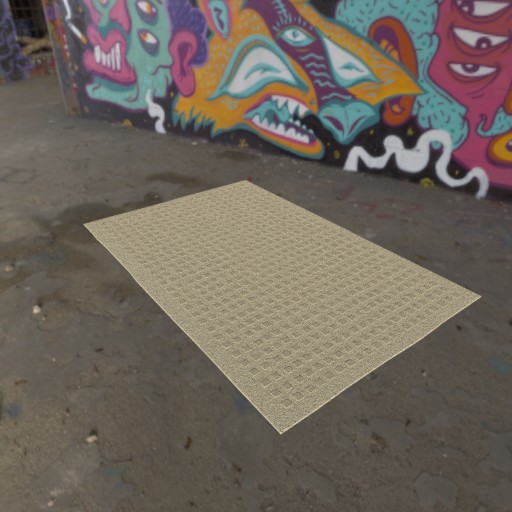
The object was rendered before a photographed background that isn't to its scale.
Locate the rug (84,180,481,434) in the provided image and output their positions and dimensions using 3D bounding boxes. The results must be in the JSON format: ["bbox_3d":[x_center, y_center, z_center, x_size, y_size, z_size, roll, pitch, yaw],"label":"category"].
[{"bbox_3d":[0.000,0.000,2.224,1.143,0.006,1.747,-21,37,-31],"label":"rug"}]
